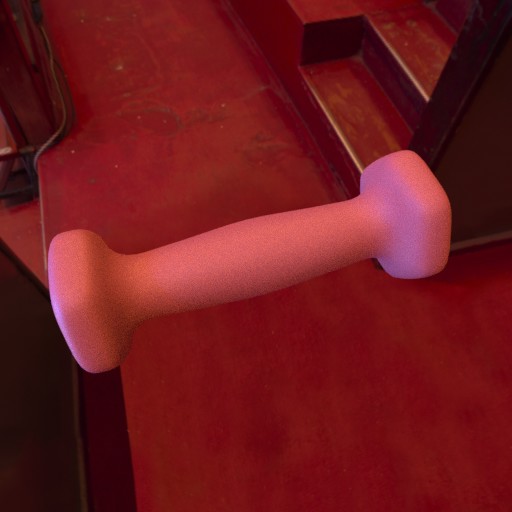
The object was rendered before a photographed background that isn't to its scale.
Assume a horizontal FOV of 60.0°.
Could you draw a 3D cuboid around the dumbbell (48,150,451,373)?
[{"bbox_3d":[0.000,0.000,0.146,0.123,0.043,0.047,-15,60,-9],"label":"dumbbell"}]
